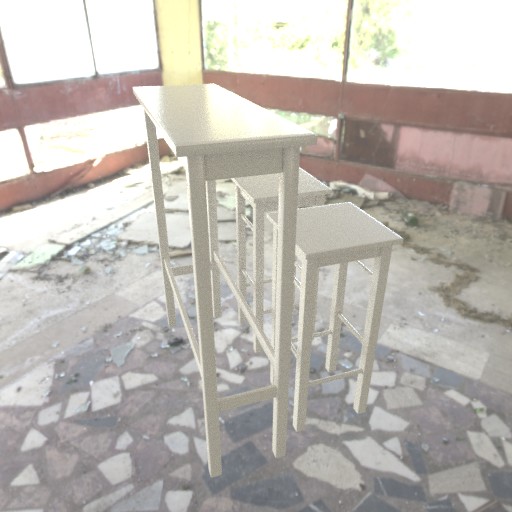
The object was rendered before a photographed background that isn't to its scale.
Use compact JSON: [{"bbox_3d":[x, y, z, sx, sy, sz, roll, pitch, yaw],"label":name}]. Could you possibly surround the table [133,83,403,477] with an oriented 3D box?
[{"bbox_3d":[0.000,0.000,1.600,0.650,1.065,0.915,-9,29,-17],"label":"table"}]
